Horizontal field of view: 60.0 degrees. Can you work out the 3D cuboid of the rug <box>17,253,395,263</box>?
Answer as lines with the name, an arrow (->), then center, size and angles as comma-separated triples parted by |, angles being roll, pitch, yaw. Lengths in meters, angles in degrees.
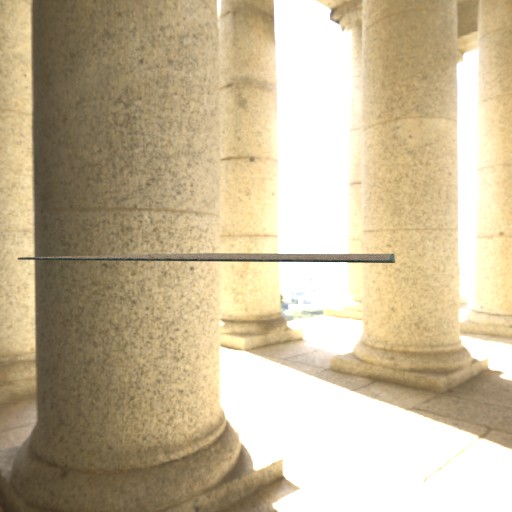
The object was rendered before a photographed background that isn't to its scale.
rug -> 0.000, 0.000, 4.089 | 2.441, 0.016, 3.050 | 0, 1, 17
